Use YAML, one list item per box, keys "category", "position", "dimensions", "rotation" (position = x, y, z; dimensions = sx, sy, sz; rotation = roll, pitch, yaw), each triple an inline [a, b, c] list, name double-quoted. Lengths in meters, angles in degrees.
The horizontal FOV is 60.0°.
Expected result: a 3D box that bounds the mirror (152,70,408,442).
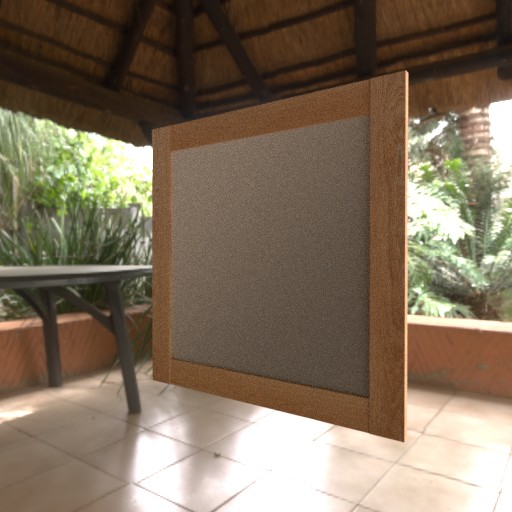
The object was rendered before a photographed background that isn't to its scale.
- category: "mirror"
  position: [0.000, 0.000, 1.191]
  dimensions: [0.800, 0.800, 0.020]
  rotation: [0, 1, 35]
